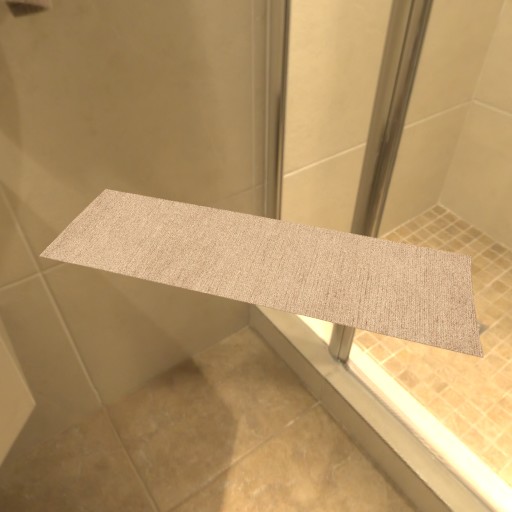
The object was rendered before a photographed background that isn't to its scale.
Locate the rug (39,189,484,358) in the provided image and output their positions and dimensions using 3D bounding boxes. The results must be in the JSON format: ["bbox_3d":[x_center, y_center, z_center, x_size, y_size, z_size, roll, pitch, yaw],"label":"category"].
[{"bbox_3d":[0.000,0.000,2.490,2.346,0.013,0.712,12,43,13],"label":"rug"}]
